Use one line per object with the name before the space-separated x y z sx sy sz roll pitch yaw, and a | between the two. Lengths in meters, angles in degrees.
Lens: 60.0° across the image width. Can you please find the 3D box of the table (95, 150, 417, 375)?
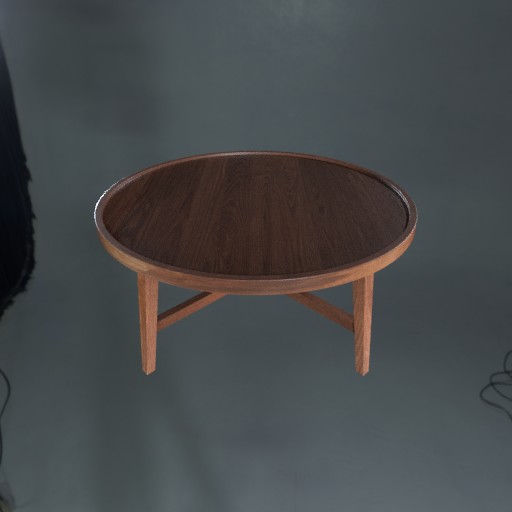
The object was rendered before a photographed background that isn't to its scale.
table | 0.000 0.000 1.241 0.800 0.360 0.800 0 30 0
